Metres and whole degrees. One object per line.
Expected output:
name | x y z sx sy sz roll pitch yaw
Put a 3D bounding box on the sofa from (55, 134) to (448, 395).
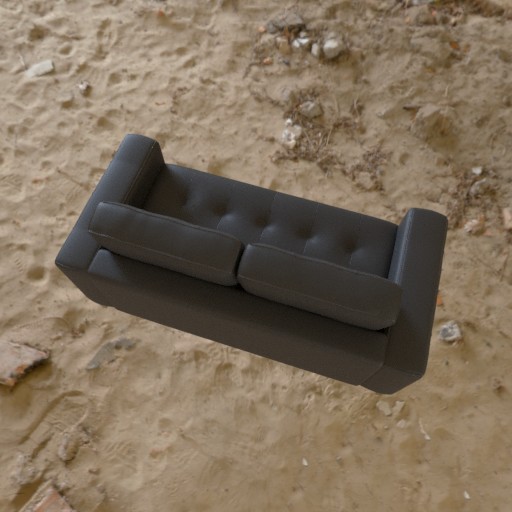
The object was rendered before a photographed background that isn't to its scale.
sofa | 0.000 0.000 2.241 1.726 0.893 0.833 16 65 8
